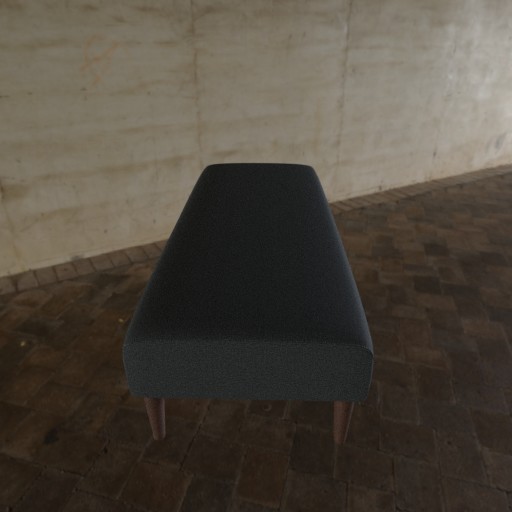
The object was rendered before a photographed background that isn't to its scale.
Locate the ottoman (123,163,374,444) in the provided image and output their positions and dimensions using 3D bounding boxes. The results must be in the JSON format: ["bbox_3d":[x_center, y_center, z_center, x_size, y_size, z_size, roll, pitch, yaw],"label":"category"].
[{"bbox_3d":[0.000,0.000,1.840,0.646,0.393,1.609,1,27,1],"label":"ottoman"}]
